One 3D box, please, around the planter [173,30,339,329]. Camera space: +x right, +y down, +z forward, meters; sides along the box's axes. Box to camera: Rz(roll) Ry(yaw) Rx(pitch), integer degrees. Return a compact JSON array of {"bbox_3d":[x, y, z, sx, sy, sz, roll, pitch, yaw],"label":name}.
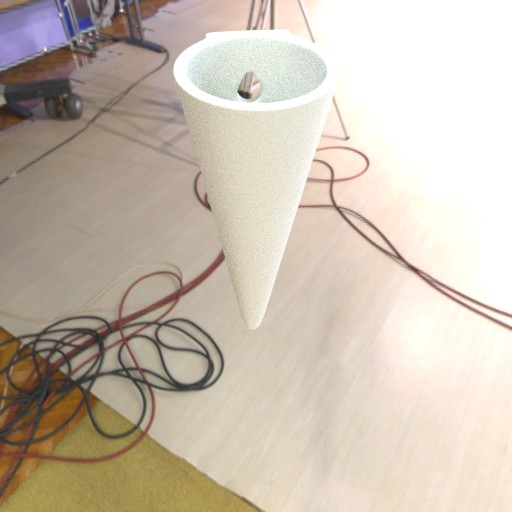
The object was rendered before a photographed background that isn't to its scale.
[{"bbox_3d":[0.000,0.000,0.224,0.057,0.193,0.064,-4,46,-4],"label":"planter"}]
